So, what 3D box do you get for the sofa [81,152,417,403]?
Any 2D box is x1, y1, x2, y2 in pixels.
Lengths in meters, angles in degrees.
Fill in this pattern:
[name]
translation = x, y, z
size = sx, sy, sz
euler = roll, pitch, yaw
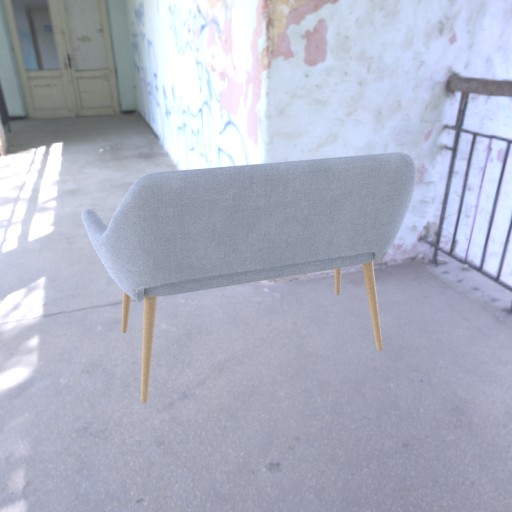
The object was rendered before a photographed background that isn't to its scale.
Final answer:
[sofa]
translation = 0.000, 0.000, 1.634
size = 1.150, 0.840, 0.610
euler = -8, 28, -16
